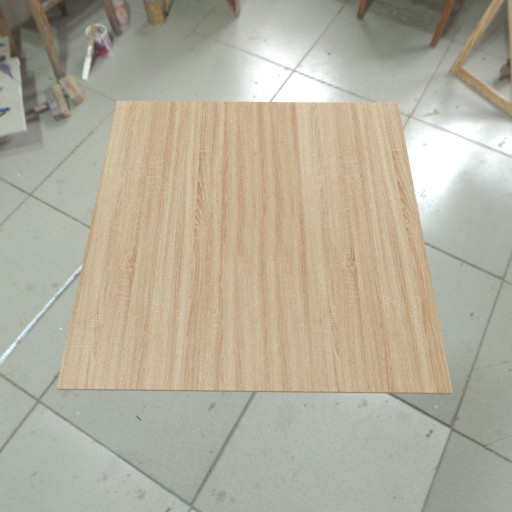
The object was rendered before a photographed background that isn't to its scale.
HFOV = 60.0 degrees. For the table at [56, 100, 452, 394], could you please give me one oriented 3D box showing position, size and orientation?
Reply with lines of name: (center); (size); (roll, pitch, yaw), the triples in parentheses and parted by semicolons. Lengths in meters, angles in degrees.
table: (0.000, 0.000, 1.037); (0.670, 0.305, 0.670); (1, 63, 0)
